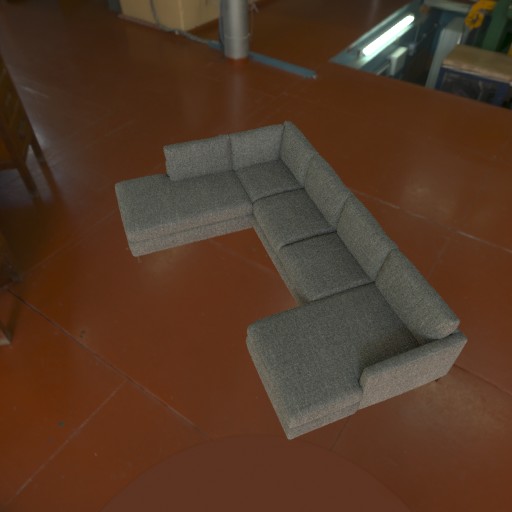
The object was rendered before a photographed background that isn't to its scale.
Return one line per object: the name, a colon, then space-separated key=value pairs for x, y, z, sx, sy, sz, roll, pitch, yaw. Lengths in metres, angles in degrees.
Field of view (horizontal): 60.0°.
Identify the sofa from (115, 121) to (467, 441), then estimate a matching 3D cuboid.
sofa: x=0.000 y=0.000 z=3.577 sx=1.879 sy=0.756 sz=2.737 roll=-16 pitch=48 yaw=-14
